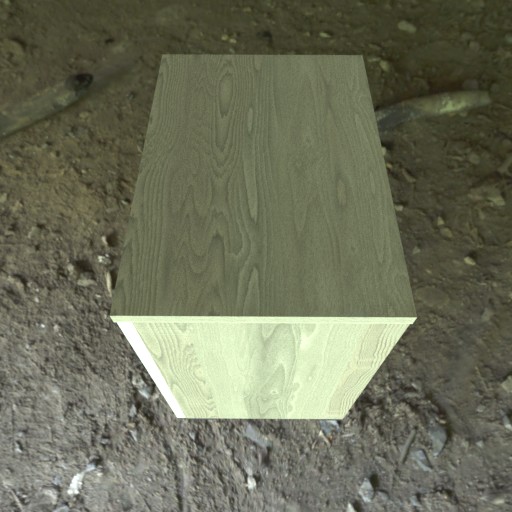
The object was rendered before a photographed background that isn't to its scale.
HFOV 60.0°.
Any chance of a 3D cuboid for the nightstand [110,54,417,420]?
[{"bbox_3d":[0.000,0.000,0.758,0.325,0.461,0.442,0,57,0],"label":"nightstand"}]
